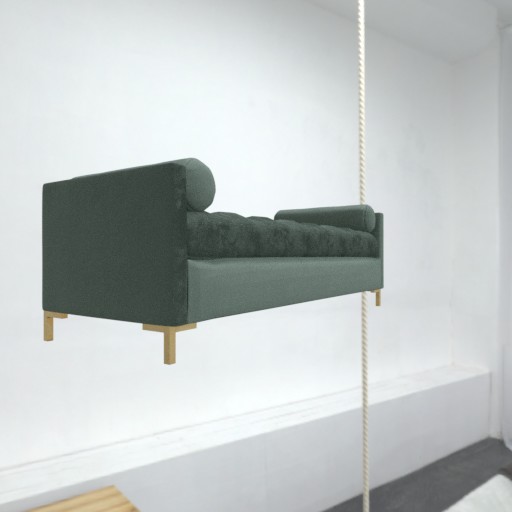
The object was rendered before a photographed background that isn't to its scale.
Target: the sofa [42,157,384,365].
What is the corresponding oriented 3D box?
[{"bbox_3d":[0.000,0.000,2.490,0.796,0.705,2.102,0,0,34],"label":"sofa"}]
